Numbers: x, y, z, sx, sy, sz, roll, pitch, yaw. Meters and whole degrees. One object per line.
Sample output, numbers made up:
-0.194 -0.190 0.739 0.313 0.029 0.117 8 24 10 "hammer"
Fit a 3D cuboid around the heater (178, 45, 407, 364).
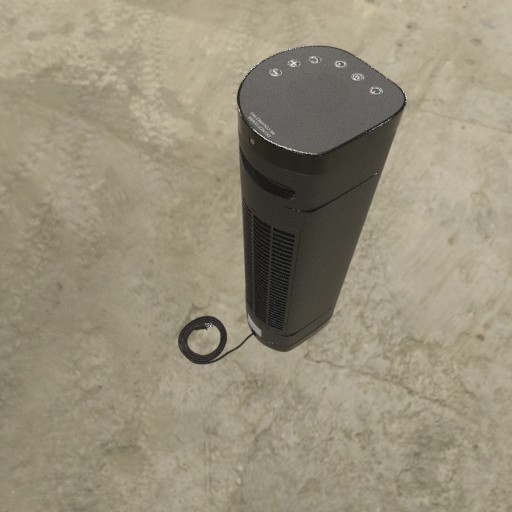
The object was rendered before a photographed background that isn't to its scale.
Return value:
0.000 0.000 0.694 0.312 0.552 0.174 -31 63 -18 "heater"
